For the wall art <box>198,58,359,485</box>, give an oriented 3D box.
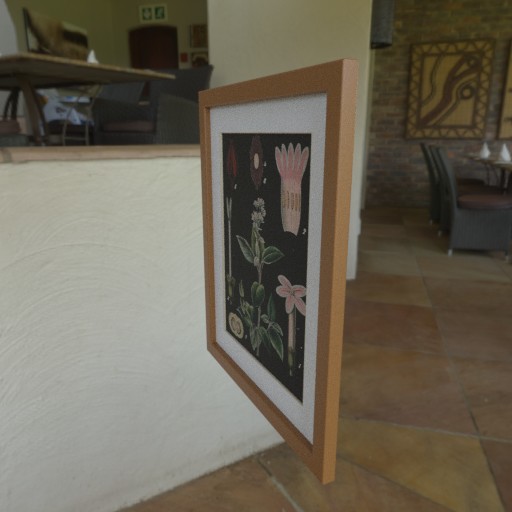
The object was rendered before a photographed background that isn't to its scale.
[{"bbox_3d":[0.000,0.000,0.740,0.021,0.550,0.449,-8,17,-26],"label":"wall art"}]
